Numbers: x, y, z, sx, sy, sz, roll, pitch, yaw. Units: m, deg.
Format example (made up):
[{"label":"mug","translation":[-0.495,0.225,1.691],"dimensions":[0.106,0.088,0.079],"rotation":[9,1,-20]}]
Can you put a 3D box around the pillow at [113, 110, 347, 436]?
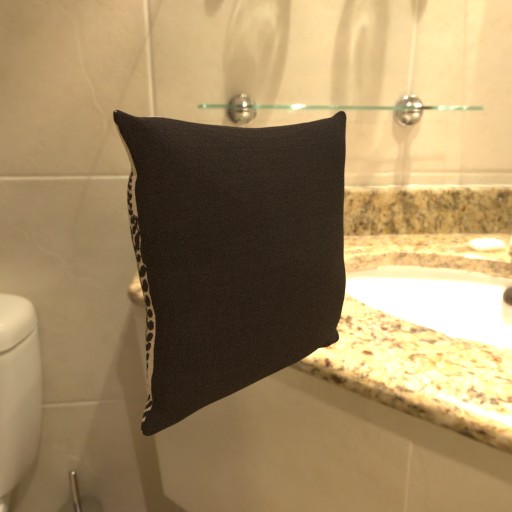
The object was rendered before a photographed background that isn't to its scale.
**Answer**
[{"label":"pillow","translation":[0.000,0.000,0.695],"dimensions":[0.440,0.441,0.182],"rotation":[-15,22,-41]}]
